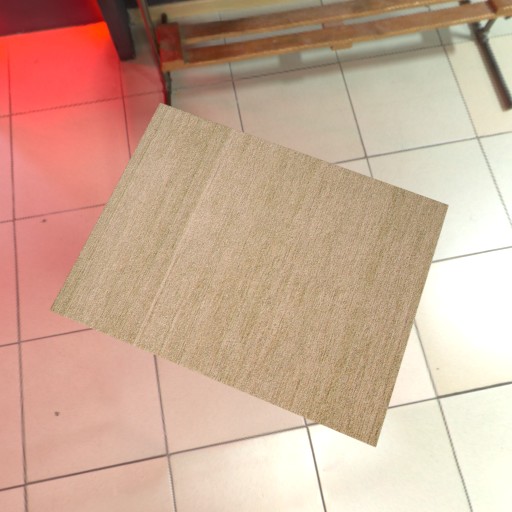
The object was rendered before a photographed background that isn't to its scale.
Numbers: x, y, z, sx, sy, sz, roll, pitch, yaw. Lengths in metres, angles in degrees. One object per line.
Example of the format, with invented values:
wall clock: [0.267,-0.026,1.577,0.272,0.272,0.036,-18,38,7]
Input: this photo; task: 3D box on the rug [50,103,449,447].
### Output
rug: [0.000,0.000,4.300,3.198,0.016,2.425,21,75,6]
